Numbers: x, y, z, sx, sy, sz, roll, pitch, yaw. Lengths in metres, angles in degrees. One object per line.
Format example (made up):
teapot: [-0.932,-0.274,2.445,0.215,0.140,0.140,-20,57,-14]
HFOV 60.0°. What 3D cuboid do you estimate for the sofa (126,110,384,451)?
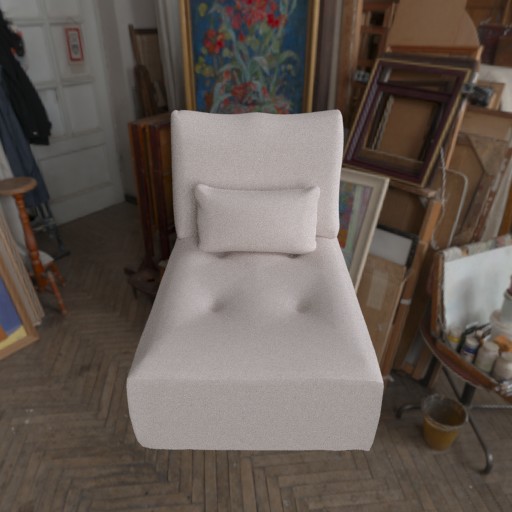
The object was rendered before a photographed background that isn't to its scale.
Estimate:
sofa: [0.000,0.000,1.558,0.700,0.820,1.000,0,30,0]
